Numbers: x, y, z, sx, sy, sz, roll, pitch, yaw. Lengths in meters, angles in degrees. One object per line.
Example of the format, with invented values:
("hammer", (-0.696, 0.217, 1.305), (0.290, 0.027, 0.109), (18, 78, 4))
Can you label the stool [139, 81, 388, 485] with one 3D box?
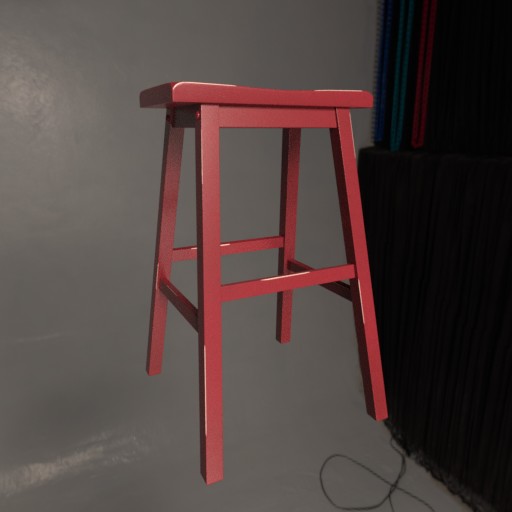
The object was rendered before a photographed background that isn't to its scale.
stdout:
("stool", (0.000, 0.000, 1.052), (0.457, 0.737, 0.476), (-8, 18, -26))
